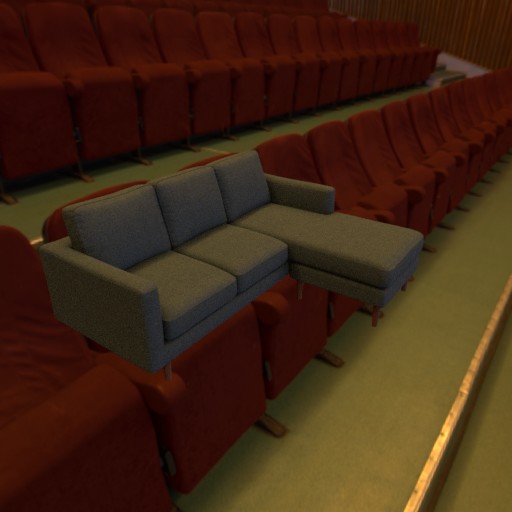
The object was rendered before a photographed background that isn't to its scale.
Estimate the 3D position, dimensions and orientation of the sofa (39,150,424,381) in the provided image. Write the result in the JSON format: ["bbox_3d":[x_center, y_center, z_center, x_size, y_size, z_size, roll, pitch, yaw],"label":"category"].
[{"bbox_3d":[0.000,0.000,2.999,1.667,0.957,2.055,18,31,32],"label":"sofa"}]
